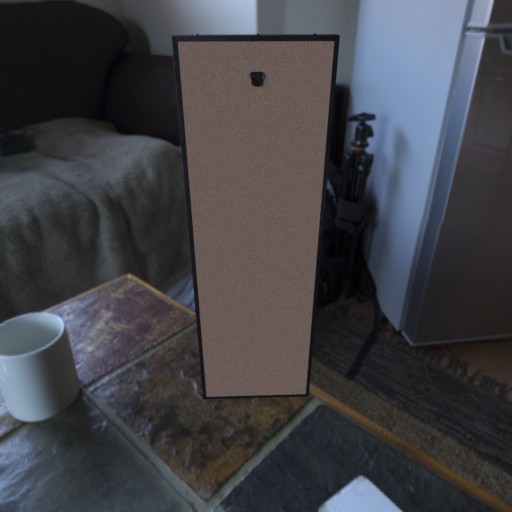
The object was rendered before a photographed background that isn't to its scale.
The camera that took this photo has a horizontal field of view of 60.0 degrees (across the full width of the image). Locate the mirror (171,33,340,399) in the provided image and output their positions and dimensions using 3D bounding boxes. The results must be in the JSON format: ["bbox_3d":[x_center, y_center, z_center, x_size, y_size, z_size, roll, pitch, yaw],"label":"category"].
[{"bbox_3d":[0.000,0.000,1.202,0.354,1.080,0.042,-1,31,-2],"label":"mirror"}]
